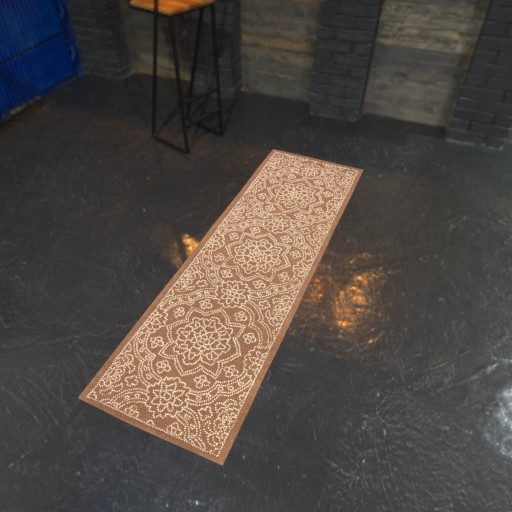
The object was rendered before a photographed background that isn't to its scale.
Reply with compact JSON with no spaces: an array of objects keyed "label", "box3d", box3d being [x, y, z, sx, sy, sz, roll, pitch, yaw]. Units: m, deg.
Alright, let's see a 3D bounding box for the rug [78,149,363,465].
[{"label":"rug","box3d":[0.000,0.000,2.778,0.769,0.012,2.448,17,47,17]}]
